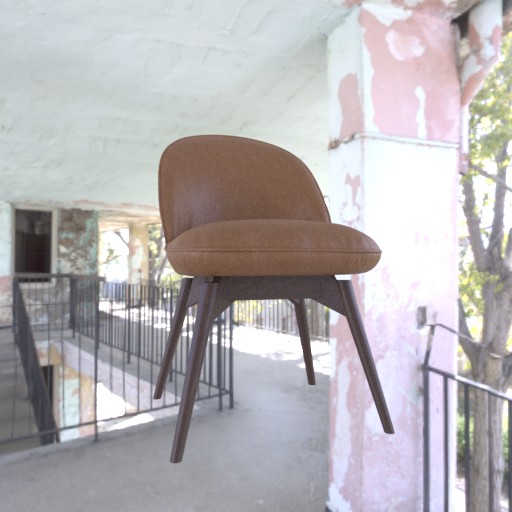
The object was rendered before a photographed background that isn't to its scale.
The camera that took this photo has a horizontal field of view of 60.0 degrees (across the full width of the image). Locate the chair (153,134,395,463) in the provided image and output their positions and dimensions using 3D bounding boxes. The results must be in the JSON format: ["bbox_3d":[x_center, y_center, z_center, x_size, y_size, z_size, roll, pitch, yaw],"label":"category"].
[{"bbox_3d":[0.000,0.000,1.211,0.521,0.831,0.631,0,-1,-17],"label":"chair"}]
